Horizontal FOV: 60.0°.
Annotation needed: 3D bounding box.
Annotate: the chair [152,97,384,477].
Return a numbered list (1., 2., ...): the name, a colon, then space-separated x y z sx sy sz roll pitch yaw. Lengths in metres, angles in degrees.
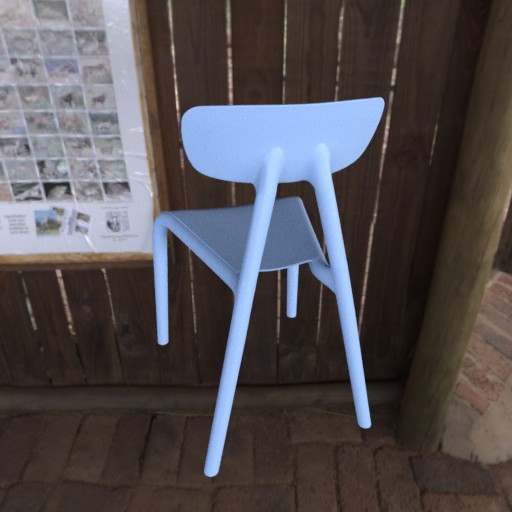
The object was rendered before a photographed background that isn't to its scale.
1. chair: 0.000 0.000 0.817 0.356 0.580 0.401 -9 28 -18
